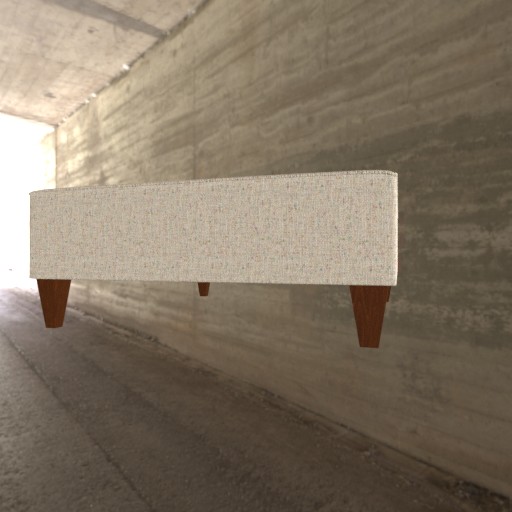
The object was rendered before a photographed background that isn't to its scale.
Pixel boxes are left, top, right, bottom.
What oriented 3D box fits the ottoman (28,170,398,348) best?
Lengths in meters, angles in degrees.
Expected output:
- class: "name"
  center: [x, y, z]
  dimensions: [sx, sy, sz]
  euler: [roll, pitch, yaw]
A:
- class: "ottoman"
  center: [0.000, 0.000, 1.207]
  dimensions: [0.736, 0.303, 0.835]
  euler: [0, 0, 18]
